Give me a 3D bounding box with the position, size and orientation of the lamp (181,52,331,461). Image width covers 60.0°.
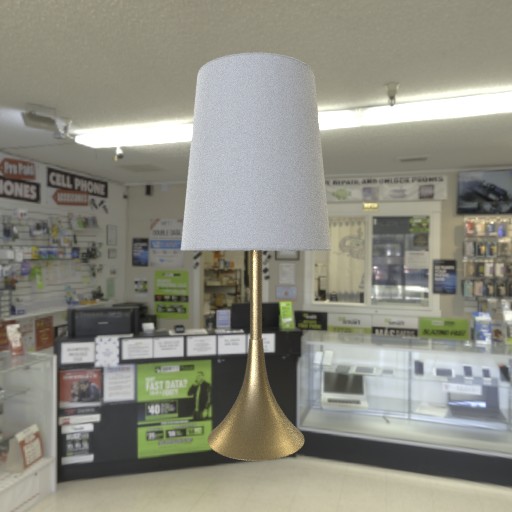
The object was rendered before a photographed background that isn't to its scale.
[{"bbox_3d":[0.000,0.000,0.689,0.231,0.569,0.231,0,0,0],"label":"lamp"}]
